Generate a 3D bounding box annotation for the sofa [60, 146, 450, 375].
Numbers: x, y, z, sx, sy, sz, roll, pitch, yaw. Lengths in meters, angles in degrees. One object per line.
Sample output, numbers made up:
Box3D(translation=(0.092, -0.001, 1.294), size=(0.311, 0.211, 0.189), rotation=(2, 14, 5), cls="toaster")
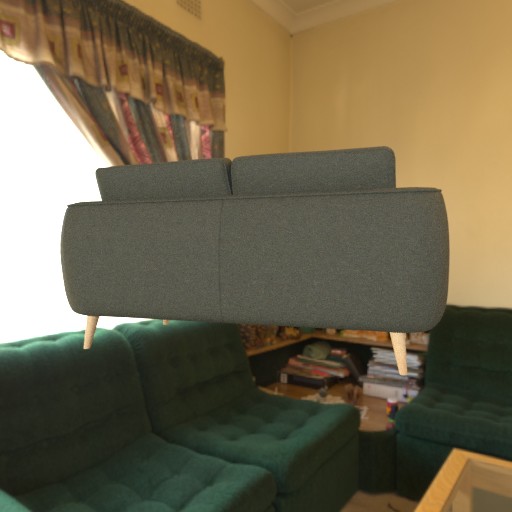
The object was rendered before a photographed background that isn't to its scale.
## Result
Box3D(translation=(0.000, 0.000, 2.179), size=(1.700, 0.850, 0.920), rotation=(0, 0, 18), cls="sofa")
